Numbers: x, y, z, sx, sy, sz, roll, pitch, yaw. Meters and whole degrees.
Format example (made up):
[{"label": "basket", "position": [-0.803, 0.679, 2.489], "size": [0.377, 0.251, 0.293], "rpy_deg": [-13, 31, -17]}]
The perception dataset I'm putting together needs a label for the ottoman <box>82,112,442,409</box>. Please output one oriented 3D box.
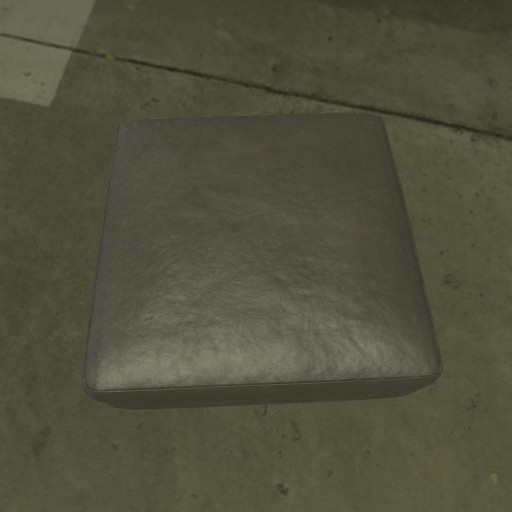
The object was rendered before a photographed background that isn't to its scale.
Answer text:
[{"label": "ottoman", "position": [0.000, 0.000, 1.305], "size": [0.844, 0.415, 0.836], "rpy_deg": [-2, 62, -1]}]
